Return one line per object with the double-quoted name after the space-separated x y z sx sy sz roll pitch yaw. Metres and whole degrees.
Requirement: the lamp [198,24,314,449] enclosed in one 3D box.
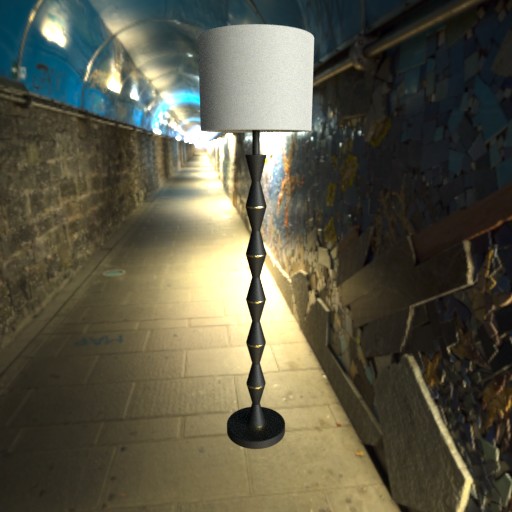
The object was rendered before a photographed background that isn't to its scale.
0.000 0.000 1.647 0.381 1.480 0.381 2 14 9 "lamp"
